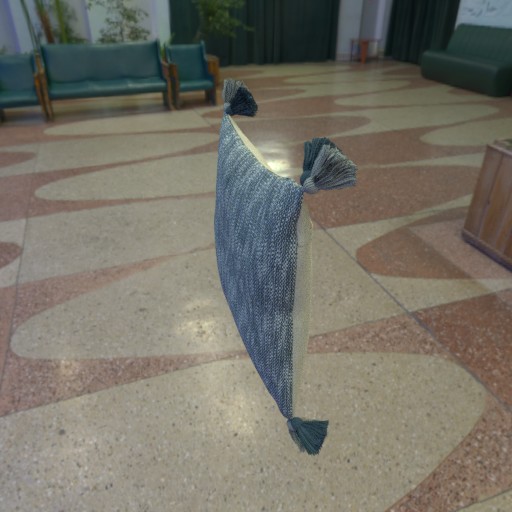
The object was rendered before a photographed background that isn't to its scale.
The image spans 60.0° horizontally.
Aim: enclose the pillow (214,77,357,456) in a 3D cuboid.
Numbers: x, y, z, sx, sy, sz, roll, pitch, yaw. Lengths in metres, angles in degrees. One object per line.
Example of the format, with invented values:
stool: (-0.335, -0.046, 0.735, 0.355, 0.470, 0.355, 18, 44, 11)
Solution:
pillow: (0.000, 0.000, 0.935, 0.138, 0.634, 0.614, -9, 32, -14)
